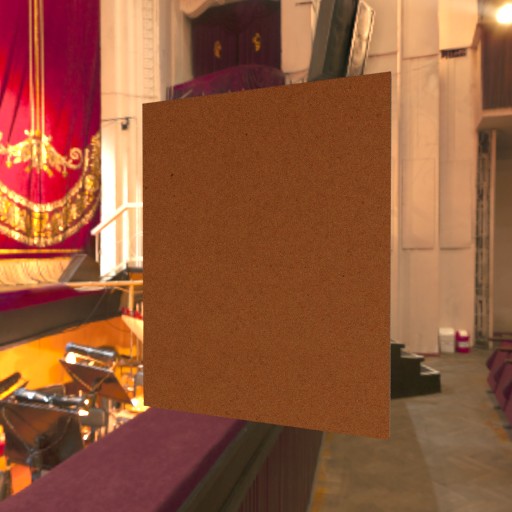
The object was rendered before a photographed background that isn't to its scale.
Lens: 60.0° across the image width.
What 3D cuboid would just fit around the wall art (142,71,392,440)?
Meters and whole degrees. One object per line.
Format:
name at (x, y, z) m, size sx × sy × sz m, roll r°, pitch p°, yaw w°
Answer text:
wall art at (0.000, 0.000, 0.827) m, size 0.481 × 0.613 × 0.020 m, roll 0°, pitch 1°, yaw 20°
